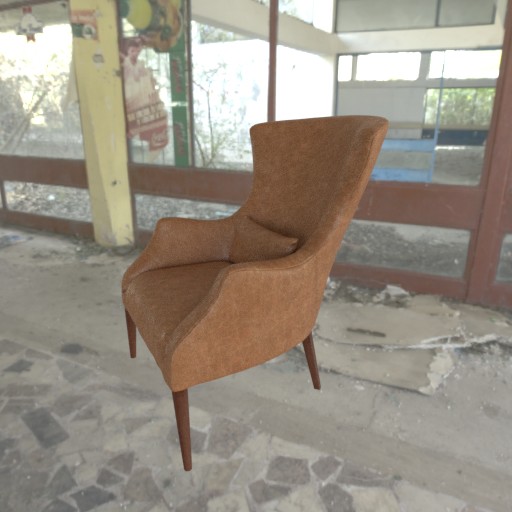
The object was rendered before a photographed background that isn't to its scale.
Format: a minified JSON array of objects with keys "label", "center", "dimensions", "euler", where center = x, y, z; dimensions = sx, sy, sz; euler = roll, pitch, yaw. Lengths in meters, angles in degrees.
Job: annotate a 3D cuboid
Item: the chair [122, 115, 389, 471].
[{"label":"chair","center":[0.000,0.000,1.763],"dimensions":[0.955,1.067,0.846],"euler":[-9,20,-26]}]
